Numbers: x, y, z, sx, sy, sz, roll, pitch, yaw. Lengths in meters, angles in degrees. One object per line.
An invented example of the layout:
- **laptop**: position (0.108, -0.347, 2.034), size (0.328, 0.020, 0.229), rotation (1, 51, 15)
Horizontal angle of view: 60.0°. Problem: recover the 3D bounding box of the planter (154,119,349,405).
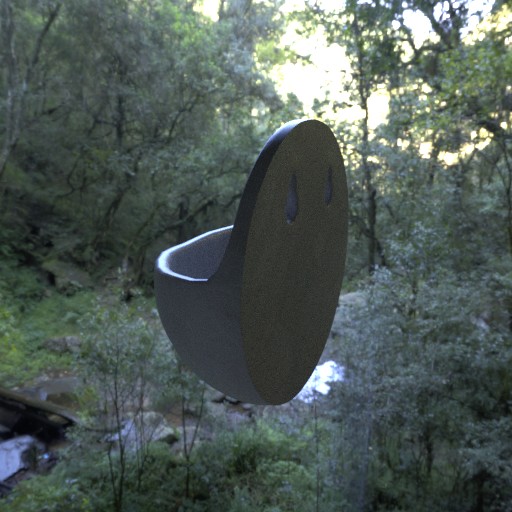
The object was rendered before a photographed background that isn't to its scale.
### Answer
- **planter**: position (0.000, 0.000, 0.279), size (0.073, 0.164, 0.190), rotation (7, 17, 25)
